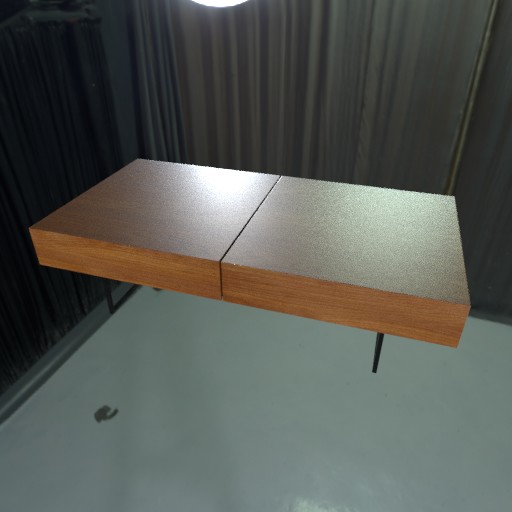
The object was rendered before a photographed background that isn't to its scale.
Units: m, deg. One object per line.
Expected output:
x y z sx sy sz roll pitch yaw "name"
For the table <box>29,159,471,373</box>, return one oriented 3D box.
0.000 0.000 1.470 1.194 0.330 0.610 10 33 15 "table"
